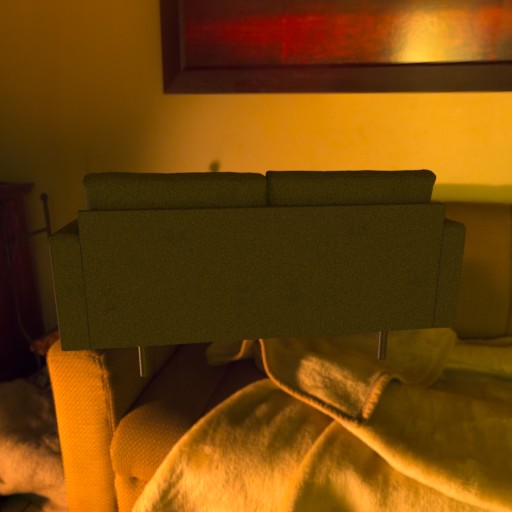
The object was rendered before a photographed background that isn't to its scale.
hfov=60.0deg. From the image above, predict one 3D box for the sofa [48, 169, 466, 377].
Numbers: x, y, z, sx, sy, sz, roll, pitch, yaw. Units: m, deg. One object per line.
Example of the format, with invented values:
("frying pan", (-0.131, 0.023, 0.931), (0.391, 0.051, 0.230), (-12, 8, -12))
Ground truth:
("sofa", (0.000, 0.000, 2.270), (1.730, 0.897, 0.889), (-2, 15, -8))
